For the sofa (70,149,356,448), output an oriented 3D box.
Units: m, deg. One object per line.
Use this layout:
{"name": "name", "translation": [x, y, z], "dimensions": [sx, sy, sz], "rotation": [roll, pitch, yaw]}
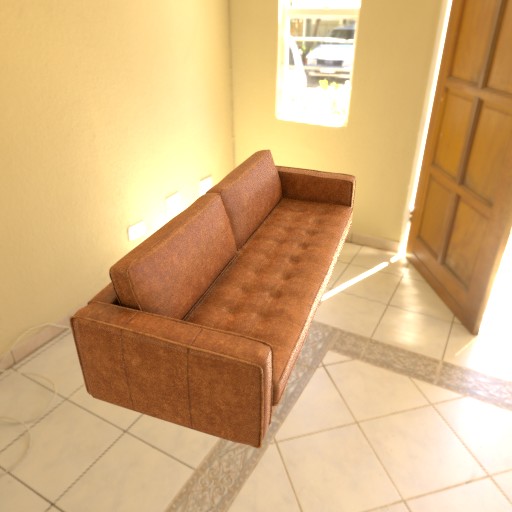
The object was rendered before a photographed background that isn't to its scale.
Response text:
{"name": "sofa", "translation": [0.000, 0.000, 2.672], "dimensions": [0.886, 0.779, 2.199], "rotation": [10, 31, 17]}
